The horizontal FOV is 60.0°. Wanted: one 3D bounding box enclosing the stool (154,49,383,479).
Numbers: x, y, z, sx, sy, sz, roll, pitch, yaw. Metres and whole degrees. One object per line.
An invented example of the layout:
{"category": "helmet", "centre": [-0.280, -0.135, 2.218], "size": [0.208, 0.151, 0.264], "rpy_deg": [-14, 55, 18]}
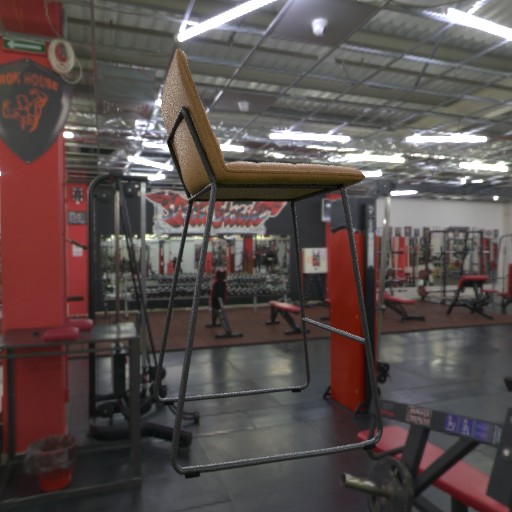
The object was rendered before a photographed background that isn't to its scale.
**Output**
{"category": "stool", "centre": [0.000, 0.000, 1.232], "size": [0.524, 0.936, 0.489], "rpy_deg": [0, 1, -17]}
